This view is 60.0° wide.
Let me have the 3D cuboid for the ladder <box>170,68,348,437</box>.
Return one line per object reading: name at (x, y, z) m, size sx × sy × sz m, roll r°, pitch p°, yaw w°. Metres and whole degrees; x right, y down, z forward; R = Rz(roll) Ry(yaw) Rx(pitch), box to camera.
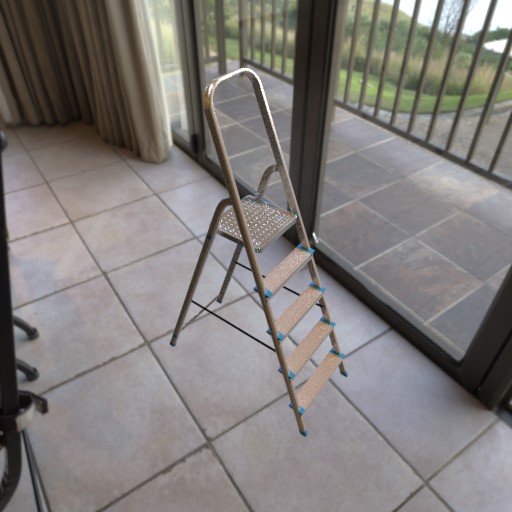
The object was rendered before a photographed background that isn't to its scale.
ladder at (0.000, 0.000, 2.102) m, size 0.990 × 1.648 × 0.468 m, roll 26°, pitch 48°, yaw 27°
